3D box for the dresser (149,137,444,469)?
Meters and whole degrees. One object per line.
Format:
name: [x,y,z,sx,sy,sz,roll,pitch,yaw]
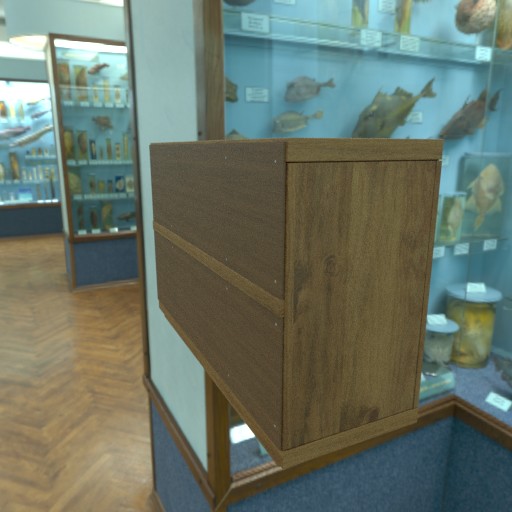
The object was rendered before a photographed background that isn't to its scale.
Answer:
dresser: [0.000,0.000,1.652,0.479,0.825,1.261,-7,15,-25]
